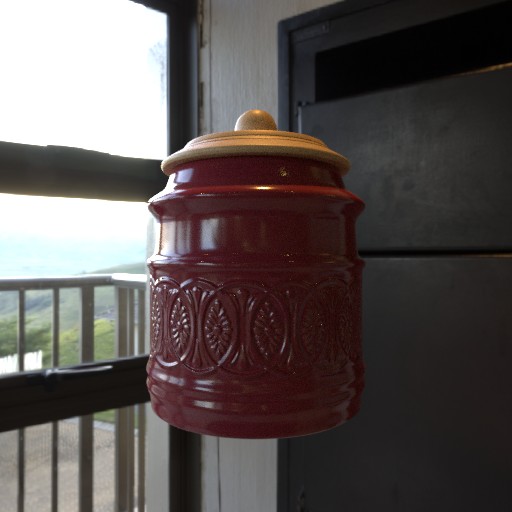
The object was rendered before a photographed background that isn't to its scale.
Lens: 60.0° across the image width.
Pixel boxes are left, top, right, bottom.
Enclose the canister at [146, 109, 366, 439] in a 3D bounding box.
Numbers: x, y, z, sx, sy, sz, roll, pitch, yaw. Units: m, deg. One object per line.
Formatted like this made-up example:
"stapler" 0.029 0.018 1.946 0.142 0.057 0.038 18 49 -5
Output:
"canister" 0.000 0.000 0.270 0.130 0.176 0.130 0 0 0
